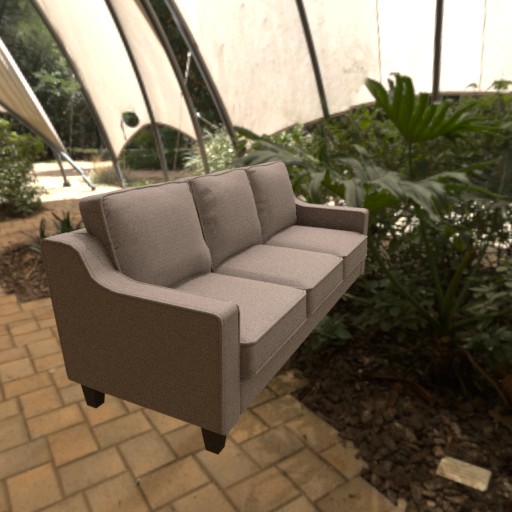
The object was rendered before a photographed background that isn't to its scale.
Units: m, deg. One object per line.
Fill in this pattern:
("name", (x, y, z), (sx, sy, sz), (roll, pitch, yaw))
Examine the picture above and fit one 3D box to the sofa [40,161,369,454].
("sofa", (0.000, 0.000, 2.590), (0.899, 0.950, 2.129), (8, 19, 26))
